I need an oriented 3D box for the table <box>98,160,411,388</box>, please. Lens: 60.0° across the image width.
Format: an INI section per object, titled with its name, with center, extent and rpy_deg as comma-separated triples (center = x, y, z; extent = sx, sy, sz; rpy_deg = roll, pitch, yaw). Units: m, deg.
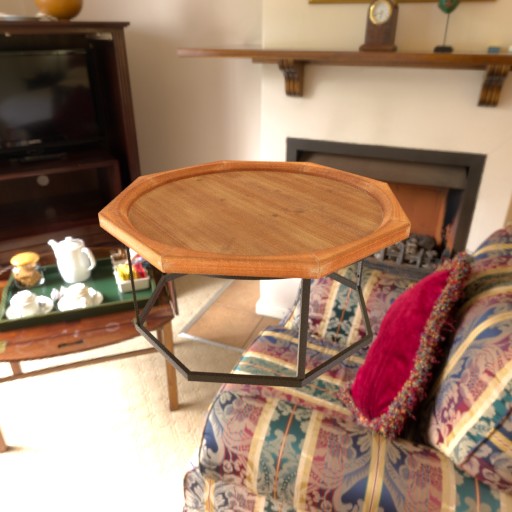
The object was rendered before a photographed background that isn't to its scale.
[table]
center = 0.000, 0.000, 1.575
extent = 1.002, 0.444, 1.002
rpy_deg = 0, 27, 0
